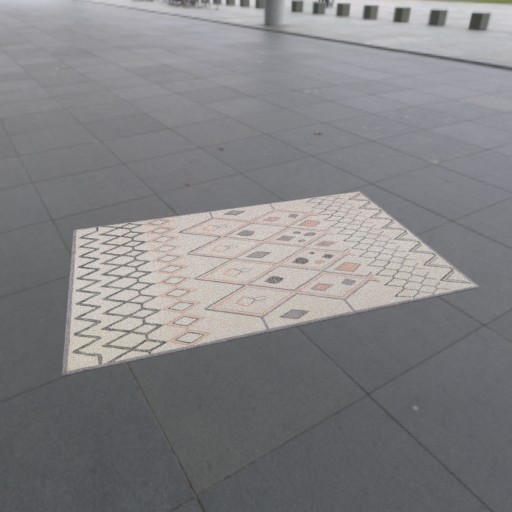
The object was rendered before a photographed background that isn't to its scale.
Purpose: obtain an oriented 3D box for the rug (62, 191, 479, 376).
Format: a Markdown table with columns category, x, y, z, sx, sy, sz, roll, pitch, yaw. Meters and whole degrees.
| category | x | y | z | sx | sy | sz | roll | pitch | yaw |
| --- | --- | --- | --- | --- | --- | --- | --- | --- | --- |
| rug | 0.000 | 0.000 | 3.064 | 2.438 | 0.015 | 1.524 | -9 | 33 | -15 |
